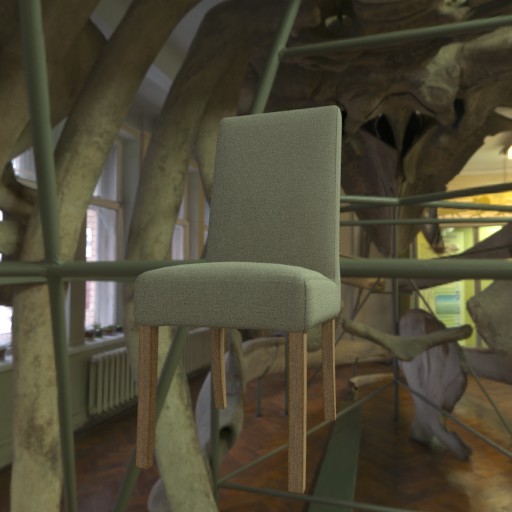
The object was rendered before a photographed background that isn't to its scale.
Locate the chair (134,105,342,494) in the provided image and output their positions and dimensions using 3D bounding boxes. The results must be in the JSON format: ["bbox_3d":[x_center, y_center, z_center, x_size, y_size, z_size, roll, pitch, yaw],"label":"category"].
[{"bbox_3d":[0.000,0.000,1.305,0.450,1.033,0.611,-1,-2,18],"label":"chair"}]
